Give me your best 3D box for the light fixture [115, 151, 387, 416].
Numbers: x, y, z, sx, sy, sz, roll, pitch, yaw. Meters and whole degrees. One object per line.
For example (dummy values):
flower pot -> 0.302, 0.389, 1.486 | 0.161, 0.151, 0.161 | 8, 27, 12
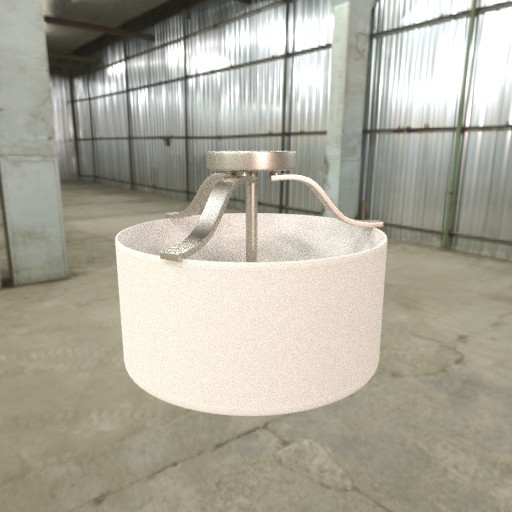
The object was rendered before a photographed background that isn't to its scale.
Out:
light fixture -> 0.000, 0.000, 0.659 | 0.395, 0.304, 0.395 | 0, 13, 0
